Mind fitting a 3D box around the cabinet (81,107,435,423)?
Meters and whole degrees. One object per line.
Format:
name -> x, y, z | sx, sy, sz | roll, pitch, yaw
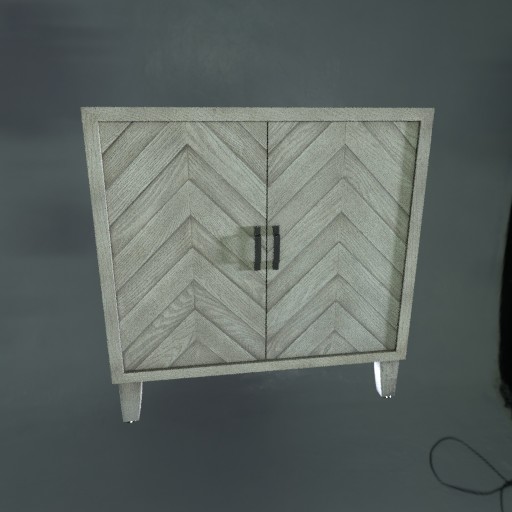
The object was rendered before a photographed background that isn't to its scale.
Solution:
cabinet -> 0.000, 0.000, 1.248 | 0.781, 0.787, 0.370 | -3, 18, -8
